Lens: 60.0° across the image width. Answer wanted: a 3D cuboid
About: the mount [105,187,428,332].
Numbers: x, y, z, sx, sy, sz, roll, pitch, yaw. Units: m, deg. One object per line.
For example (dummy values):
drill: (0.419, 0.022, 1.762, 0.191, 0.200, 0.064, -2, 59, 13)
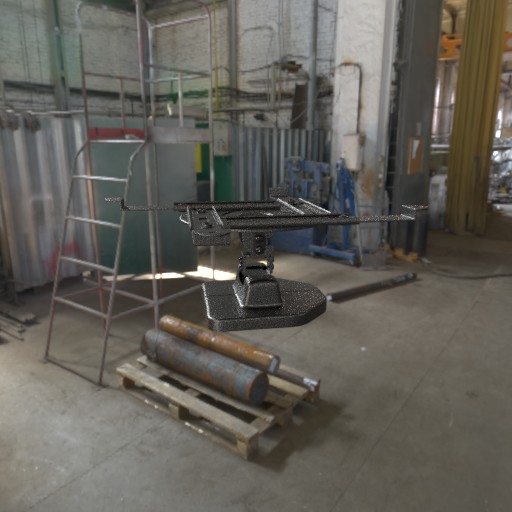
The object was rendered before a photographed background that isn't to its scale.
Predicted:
mount: (0.000, 0.000, 0.586, 0.394, 0.141, 0.394, -2, 14, -9)
